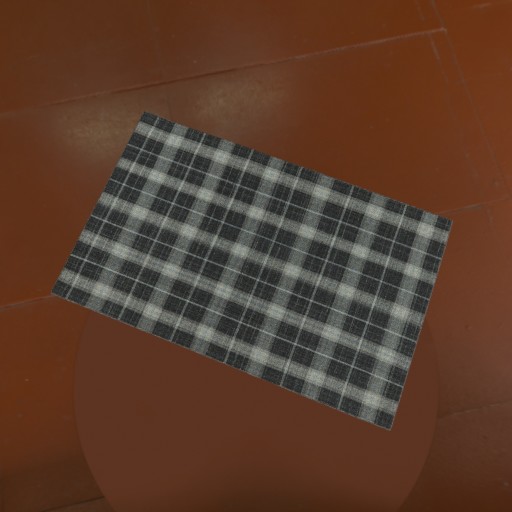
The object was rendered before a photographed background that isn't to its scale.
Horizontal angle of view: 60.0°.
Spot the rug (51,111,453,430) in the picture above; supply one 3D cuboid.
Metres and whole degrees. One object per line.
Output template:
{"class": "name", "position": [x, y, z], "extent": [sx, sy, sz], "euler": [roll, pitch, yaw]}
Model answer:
{"class": "rug", "position": [0.000, 0.000, 3.100], "extent": [2.434, 0.015, 1.520], "euler": [21, 76, 5]}
